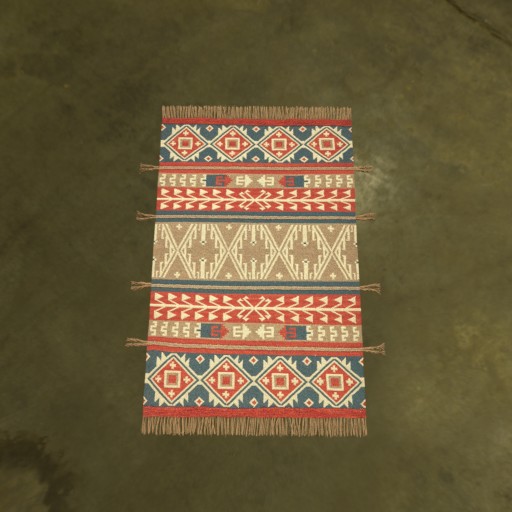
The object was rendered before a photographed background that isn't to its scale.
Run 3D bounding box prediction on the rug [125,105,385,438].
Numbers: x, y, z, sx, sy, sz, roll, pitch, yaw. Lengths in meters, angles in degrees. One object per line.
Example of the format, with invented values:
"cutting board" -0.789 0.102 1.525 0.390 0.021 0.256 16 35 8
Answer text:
"rug" 0.000 0.000 3.197 1.778 0.048 2.450 0 76 0
